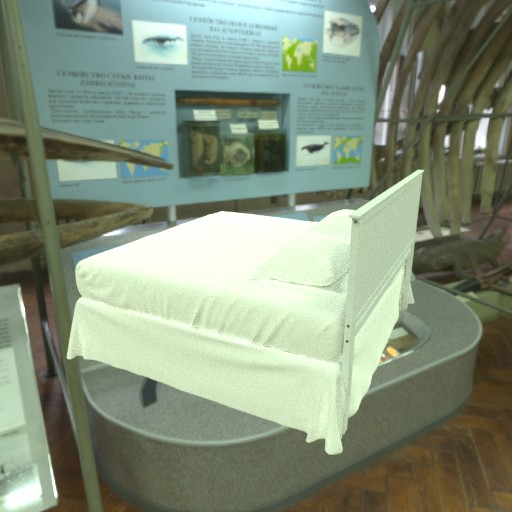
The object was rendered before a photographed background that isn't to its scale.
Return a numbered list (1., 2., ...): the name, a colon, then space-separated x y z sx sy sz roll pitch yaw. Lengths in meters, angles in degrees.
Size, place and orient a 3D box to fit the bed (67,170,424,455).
1. bed: 0.000 0.000 3.573 2.215 1.273 2.317 9 20 27
